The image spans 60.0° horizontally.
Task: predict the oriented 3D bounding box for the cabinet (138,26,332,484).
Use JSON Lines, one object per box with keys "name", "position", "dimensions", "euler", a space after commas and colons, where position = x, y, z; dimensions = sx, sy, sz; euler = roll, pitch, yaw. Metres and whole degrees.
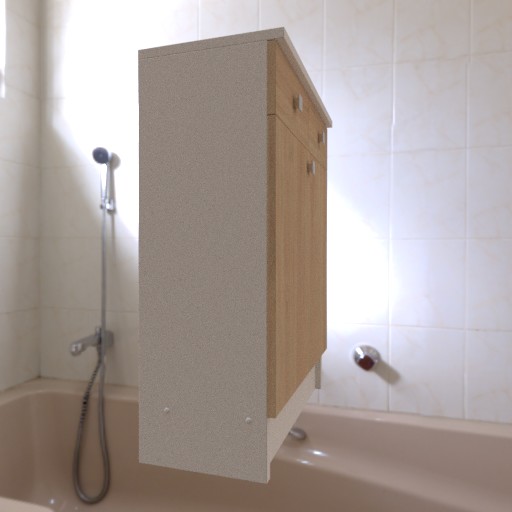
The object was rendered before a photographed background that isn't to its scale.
{"name": "cabinet", "position": [0.000, 0.000, 1.113], "dimensions": [0.296, 0.815, 0.600], "euler": [0, 1, 18]}
